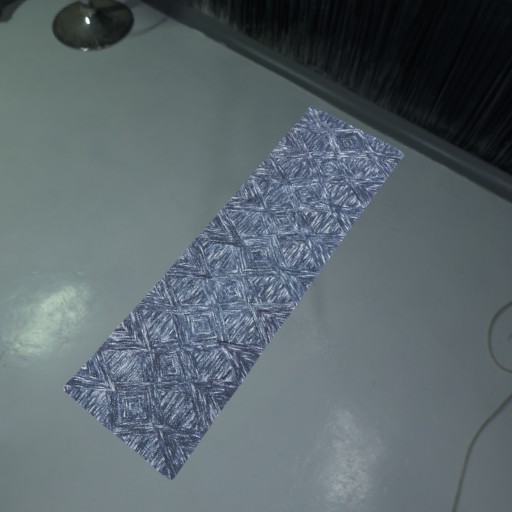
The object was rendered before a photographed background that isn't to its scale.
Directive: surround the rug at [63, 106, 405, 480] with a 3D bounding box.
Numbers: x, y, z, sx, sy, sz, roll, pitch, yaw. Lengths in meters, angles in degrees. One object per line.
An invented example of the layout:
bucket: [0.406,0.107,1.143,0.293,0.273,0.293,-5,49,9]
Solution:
rug: [0.000,0.000,2.508,0.719,0.013,2.306,32,68,15]
